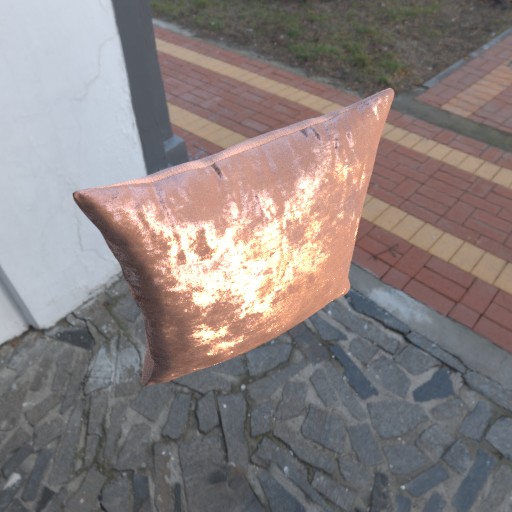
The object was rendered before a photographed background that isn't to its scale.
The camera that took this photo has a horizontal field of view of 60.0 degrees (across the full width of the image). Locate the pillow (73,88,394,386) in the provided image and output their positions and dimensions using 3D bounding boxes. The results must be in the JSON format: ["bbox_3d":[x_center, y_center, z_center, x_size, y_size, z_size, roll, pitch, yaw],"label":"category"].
[{"bbox_3d":[0.000,0.000,0.724,0.470,0.464,0.175,-24,51,-21],"label":"pillow"}]
